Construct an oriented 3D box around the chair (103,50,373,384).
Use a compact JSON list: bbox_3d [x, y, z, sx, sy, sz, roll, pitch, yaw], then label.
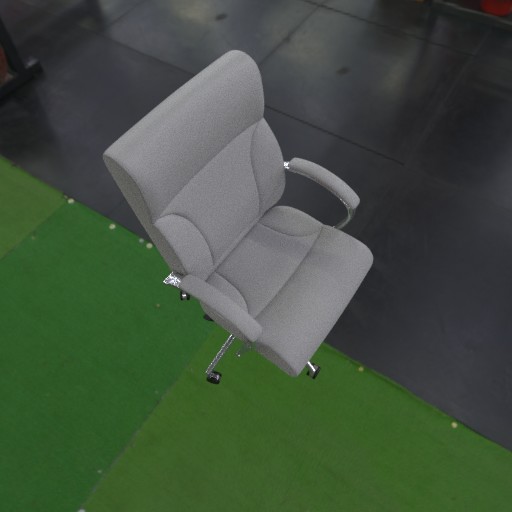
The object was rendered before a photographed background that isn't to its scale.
[{"bbox_3d":[0.000,0.000,1.600,0.745,1.099,0.727,31,63,18],"label":"chair"}]
